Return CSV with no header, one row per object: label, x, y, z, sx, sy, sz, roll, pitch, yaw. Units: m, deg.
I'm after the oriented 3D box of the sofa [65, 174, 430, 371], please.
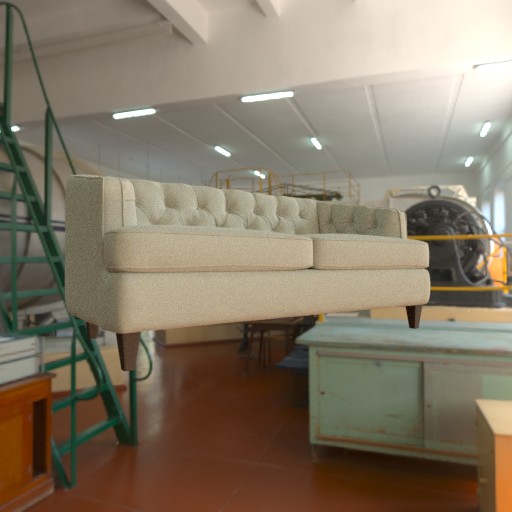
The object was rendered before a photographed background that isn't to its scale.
sofa,0.000,0.000,2.262,1.733,0.855,0.941,1,-1,-36
